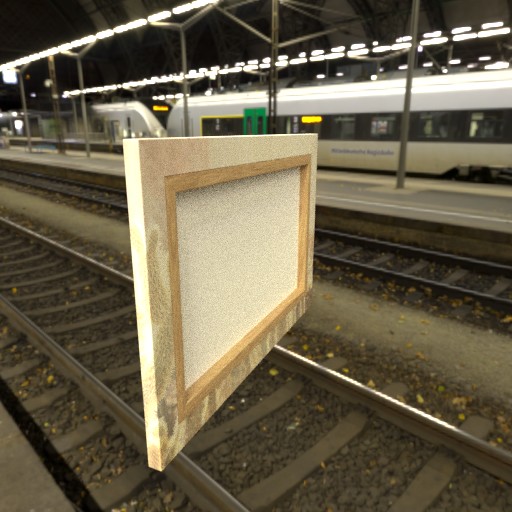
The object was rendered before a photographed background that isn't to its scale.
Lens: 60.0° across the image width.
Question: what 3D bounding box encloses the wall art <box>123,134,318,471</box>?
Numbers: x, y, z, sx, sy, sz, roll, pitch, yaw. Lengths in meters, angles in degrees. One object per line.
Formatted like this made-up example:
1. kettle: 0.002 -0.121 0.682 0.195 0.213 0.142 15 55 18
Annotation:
1. wall art: 0.000 0.000 1.446 0.041 0.758 1.142 7 17 24
